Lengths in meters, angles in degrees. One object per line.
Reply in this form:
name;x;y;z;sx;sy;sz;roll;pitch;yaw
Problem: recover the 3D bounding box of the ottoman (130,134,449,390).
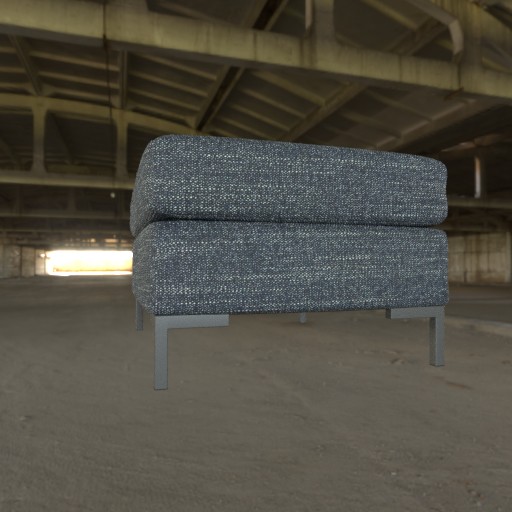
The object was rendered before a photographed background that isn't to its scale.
ottoman;0.000;0.000;1.242;0.667;0.491;0.814;0;-1;-18
